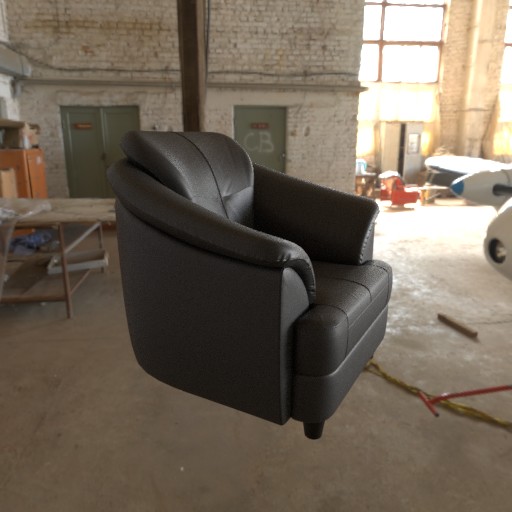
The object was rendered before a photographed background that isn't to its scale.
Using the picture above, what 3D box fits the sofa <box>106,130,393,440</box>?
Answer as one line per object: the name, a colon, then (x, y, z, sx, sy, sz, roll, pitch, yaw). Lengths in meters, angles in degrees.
sofa: (0.000, 0.000, 1.488, 0.794, 0.811, 0.870, 8, 17, 28)
